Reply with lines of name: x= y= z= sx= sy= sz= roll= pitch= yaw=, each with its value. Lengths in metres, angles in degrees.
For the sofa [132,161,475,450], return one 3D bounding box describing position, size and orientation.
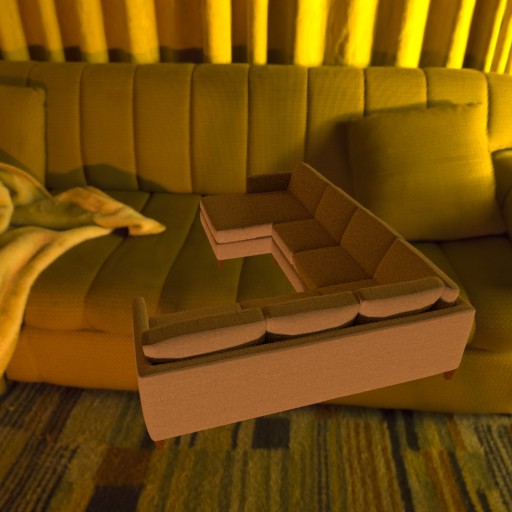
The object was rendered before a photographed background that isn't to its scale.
sofa: x=0.000 y=0.000 z=4.653 sx=2.594 sy=0.961 sz=3.460 roll=-8 pitch=31 yaw=-14
